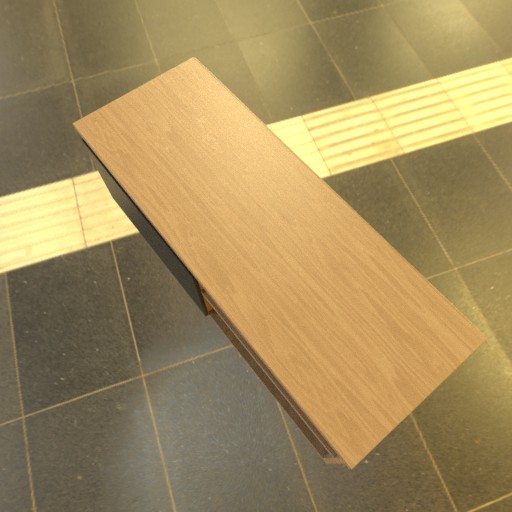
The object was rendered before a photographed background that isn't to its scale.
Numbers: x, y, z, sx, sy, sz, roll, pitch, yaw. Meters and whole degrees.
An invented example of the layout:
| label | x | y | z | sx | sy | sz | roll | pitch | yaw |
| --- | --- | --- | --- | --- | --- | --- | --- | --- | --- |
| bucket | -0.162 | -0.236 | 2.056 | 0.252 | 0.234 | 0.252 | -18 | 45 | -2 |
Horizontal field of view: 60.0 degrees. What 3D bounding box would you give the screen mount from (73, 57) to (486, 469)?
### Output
| label | x | y | z | sx | sy | sz | roll | pitch | yaw |
| --- | --- | --- | --- | --- | --- | --- | --- | --- | --- |
| screen mount | 0.000 | 0.000 | 1.270 | 0.406 | 0.432 | 1.084 | -36 | 70 | -15 |
